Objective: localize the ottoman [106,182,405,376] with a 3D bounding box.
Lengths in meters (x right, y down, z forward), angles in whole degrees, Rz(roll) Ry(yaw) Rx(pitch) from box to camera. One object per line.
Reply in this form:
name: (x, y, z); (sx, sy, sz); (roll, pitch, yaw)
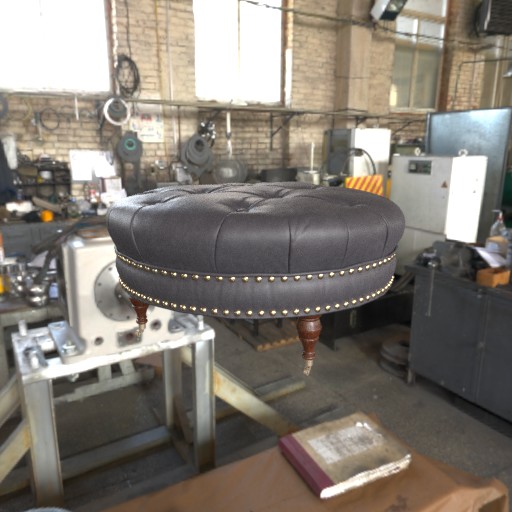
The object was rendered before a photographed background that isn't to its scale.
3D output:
ottoman: (0.000, 0.000, 1.417); (0.901, 0.439, 0.901); (0, 14, 0)
